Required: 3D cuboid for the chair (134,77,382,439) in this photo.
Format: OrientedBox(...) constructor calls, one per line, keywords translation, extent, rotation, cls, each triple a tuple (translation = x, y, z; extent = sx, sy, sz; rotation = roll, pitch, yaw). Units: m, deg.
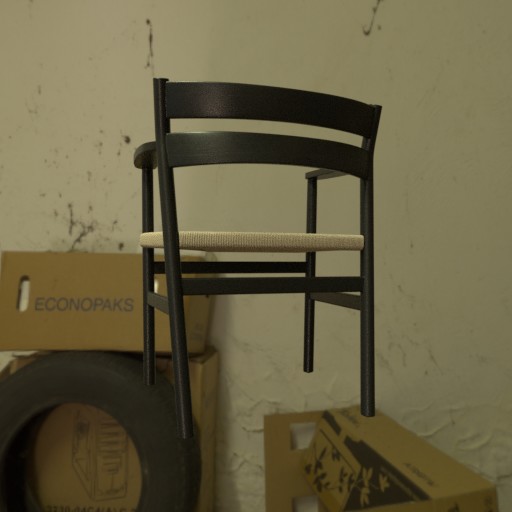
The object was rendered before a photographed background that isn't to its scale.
OrientedBox(translation=(0.000, 0.000, 1.192), extent=(0.630, 0.775, 0.508), rotation=(0, -1, -18), cls="chair")
